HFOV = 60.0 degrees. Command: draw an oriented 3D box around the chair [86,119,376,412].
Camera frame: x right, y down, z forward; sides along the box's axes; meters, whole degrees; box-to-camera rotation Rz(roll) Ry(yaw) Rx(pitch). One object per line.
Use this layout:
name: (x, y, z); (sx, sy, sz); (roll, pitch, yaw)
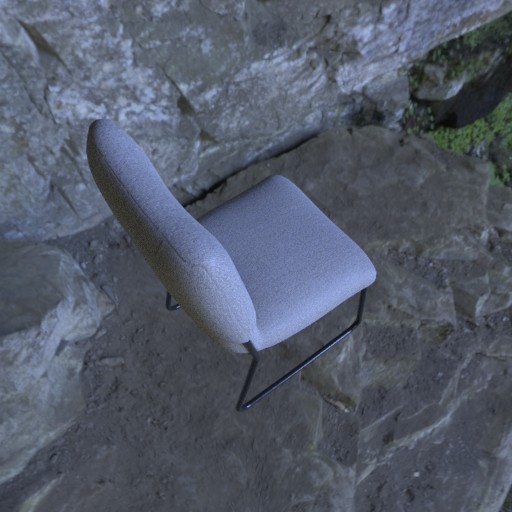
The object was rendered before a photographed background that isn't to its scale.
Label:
chair: (0.000, 0.000, 1.151); (0.560, 0.864, 0.448); (-32, 63, -19)
